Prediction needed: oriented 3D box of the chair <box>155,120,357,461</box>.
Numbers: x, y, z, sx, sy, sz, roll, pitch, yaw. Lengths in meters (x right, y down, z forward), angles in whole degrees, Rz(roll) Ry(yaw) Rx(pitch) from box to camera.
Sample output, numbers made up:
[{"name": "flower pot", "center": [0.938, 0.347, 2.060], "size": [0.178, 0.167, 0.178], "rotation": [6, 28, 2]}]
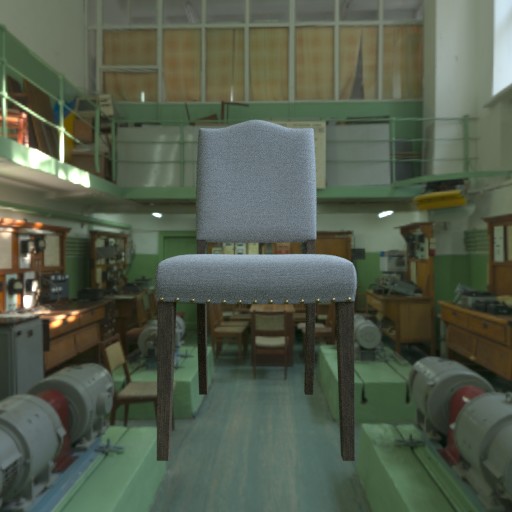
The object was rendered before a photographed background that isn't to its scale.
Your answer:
[{"name": "chair", "center": [0.000, 0.000, 1.402], "size": [0.508, 1.020, 0.620], "rotation": [0, 1, 0]}]
